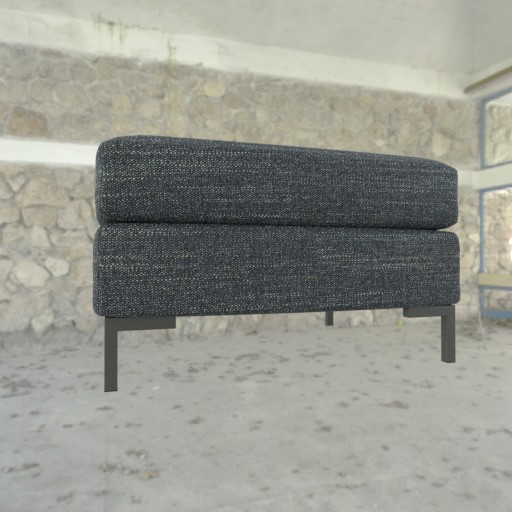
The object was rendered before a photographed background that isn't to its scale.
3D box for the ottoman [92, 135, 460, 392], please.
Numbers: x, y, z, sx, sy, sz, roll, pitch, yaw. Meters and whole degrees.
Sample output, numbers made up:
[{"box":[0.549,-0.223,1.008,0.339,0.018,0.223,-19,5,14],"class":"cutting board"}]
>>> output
[{"box":[0.000,0.000,1.200,0.814,0.491,0.667,0,-1,-17],"class":"ottoman"}]
